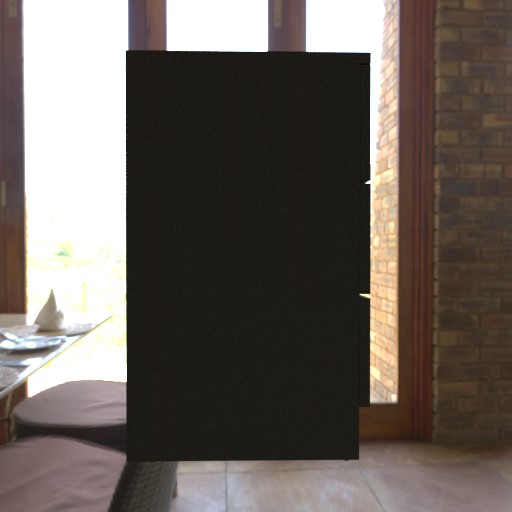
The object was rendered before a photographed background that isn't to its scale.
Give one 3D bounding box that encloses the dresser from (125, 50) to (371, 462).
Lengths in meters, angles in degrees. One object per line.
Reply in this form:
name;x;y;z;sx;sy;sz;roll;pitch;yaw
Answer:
dresser;0.000;0.000;0.804;0.360;0.560;0.400;0;1;-1
